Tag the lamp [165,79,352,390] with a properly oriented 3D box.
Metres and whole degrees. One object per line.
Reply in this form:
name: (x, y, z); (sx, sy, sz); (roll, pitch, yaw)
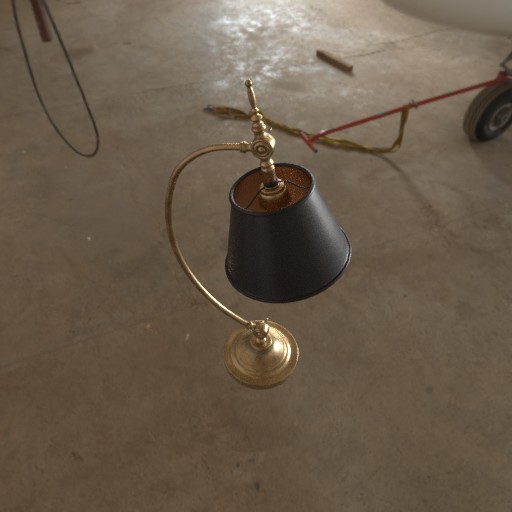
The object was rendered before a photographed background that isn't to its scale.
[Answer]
lamp: (0.000, 0.000, 0.838); (0.344, 0.675, 0.235); (10, 46, 9)
